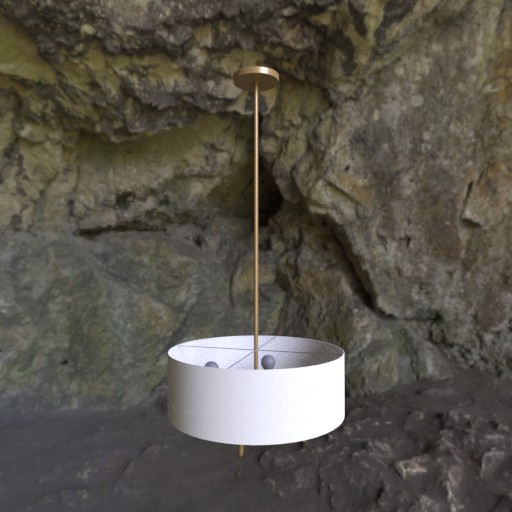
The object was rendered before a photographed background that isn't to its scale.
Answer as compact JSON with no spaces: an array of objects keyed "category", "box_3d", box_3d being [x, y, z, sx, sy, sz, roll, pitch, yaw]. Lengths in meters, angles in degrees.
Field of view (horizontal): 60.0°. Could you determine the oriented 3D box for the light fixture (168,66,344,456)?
[{"category":"light fixture","box_3d":[0.000,0.000,1.306,0.508,1.067,0.508,0,-1,0]}]
